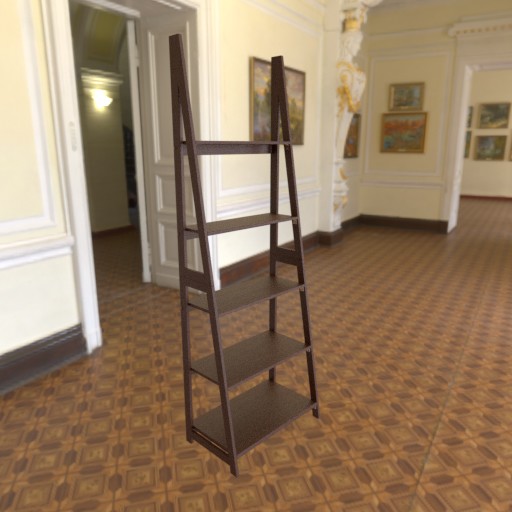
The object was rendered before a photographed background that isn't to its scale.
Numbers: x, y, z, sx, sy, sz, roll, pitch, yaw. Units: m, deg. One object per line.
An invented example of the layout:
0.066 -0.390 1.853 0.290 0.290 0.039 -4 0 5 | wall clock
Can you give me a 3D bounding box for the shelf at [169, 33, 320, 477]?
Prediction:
0.000 0.000 1.989 0.350 1.770 0.600 13 19 43 | shelf
